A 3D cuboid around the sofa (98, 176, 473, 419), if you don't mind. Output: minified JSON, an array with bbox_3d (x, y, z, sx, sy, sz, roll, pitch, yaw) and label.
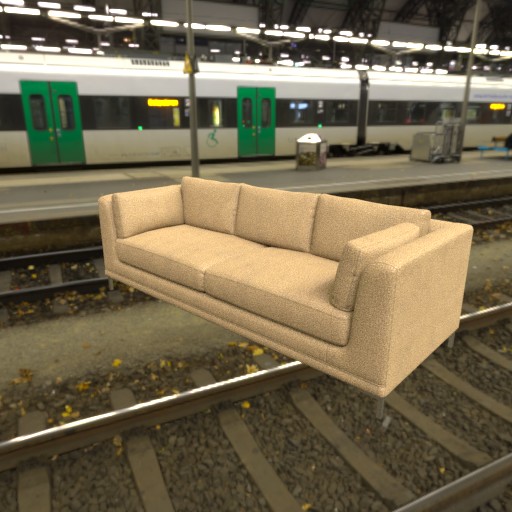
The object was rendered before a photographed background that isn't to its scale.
[{"bbox_3d":[0.000,0.000,3.000,2.415,0.867,0.969,15,23,40],"label":"sofa"}]
